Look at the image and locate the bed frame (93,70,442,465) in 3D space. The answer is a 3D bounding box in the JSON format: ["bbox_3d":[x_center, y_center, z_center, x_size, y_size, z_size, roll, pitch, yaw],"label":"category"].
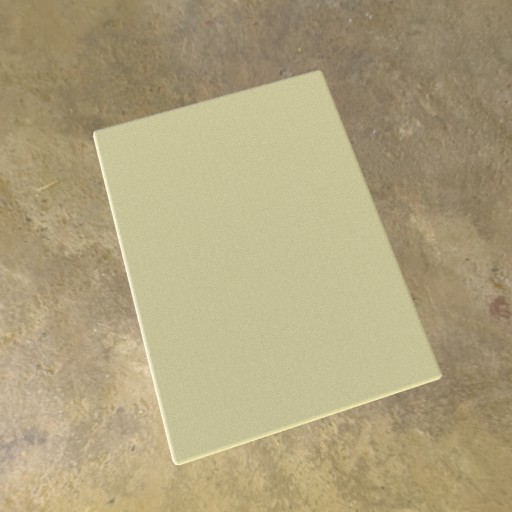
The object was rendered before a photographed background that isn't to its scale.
[{"bbox_3d":[0.000,0.000,3.652,1.990,0.680,2.635,-17,77,-4],"label":"bed frame"}]
